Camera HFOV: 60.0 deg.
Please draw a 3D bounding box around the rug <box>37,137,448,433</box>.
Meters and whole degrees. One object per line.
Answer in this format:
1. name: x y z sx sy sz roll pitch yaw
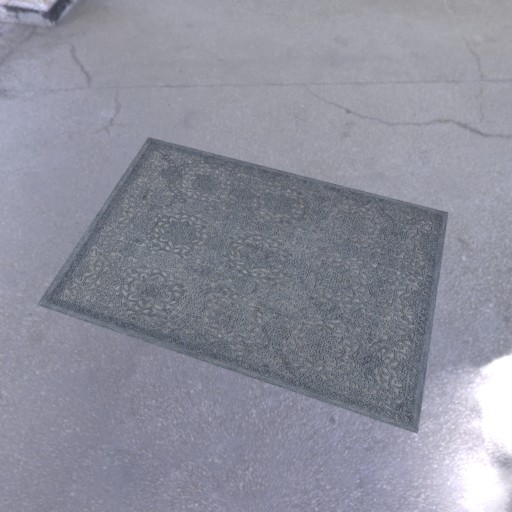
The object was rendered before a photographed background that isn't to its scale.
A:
1. rug: 0.000 0.000 2.288 1.819 0.012 1.208 16 59 10
